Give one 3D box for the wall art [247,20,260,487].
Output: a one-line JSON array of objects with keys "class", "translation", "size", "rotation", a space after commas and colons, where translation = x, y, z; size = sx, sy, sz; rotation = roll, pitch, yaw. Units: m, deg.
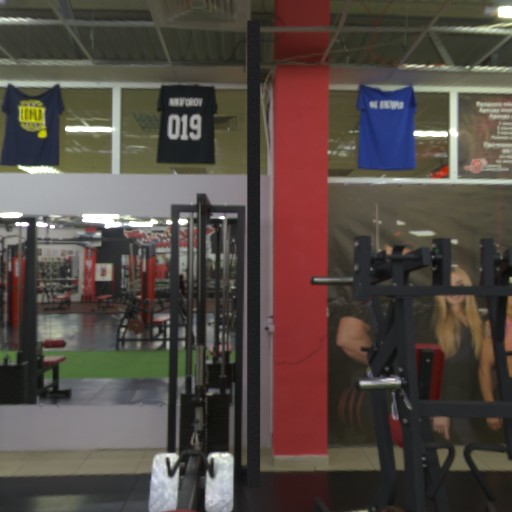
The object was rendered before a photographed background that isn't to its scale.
[{"class": "wall art", "translation": [0.000, 0.000, 0.662], "size": [0.013, 0.458, 0.456], "rotation": [0, -1, 1]}]
